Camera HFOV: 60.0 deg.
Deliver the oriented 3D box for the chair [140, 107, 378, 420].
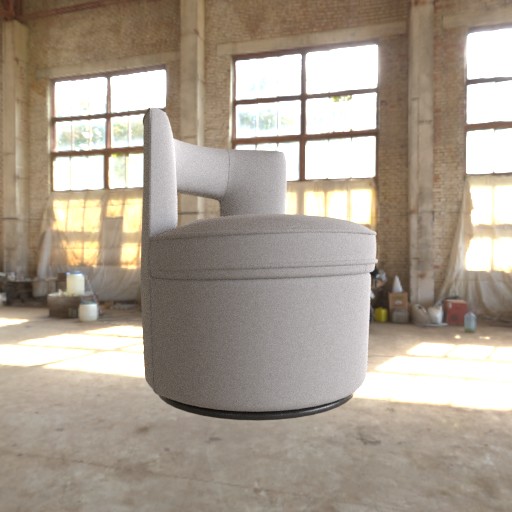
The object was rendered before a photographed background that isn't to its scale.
[{"bbox_3d":[0.000,0.000,1.247,0.665,0.723,0.650,0,1,35],"label":"chair"}]
